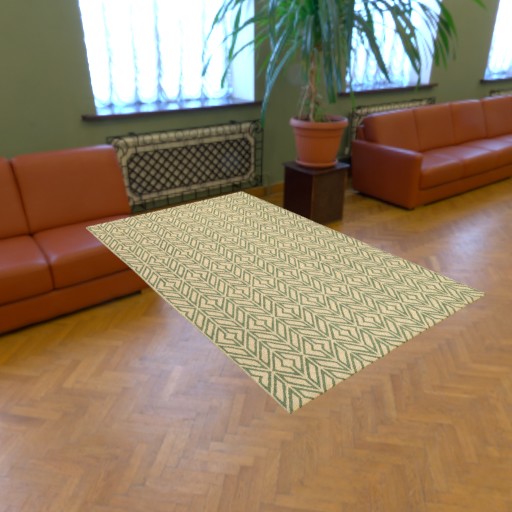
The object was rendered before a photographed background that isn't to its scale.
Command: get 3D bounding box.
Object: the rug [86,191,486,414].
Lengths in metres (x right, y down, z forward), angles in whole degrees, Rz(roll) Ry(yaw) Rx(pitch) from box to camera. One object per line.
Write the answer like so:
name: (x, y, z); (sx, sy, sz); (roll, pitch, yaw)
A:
rug: (0.000, 0.000, 3.035); (1.517, 0.011, 2.435); (-18, 32, -33)
